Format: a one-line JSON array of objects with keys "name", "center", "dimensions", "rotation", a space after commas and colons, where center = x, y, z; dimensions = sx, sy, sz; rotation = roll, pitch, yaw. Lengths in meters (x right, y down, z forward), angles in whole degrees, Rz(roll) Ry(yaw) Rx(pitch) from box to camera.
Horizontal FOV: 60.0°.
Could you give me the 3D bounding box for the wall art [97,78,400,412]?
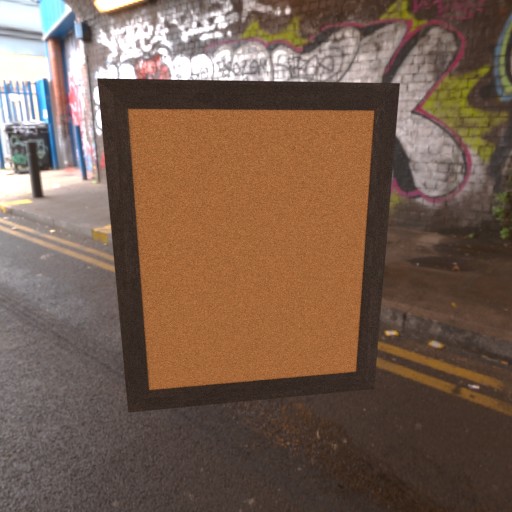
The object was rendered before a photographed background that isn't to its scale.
[{"name": "wall art", "center": [0.000, 0.000, 0.774], "dimensions": [0.476, 0.570, 0.013], "rotation": [-3, 16, -9]}]
